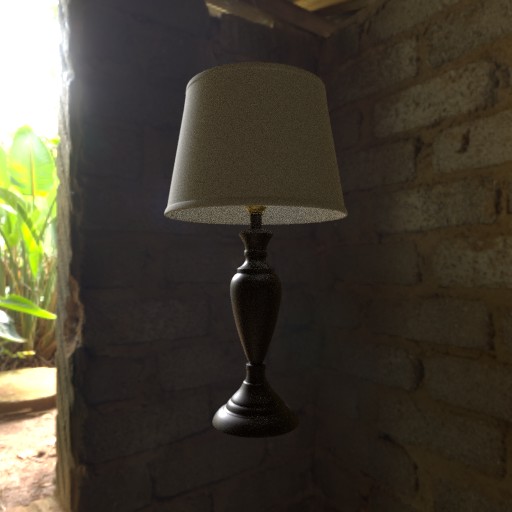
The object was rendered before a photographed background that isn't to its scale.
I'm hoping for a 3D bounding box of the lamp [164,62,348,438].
[{"bbox_3d":[0.000,0.000,0.824,0.335,0.611,0.335,0,-1,0],"label":"lamp"}]
